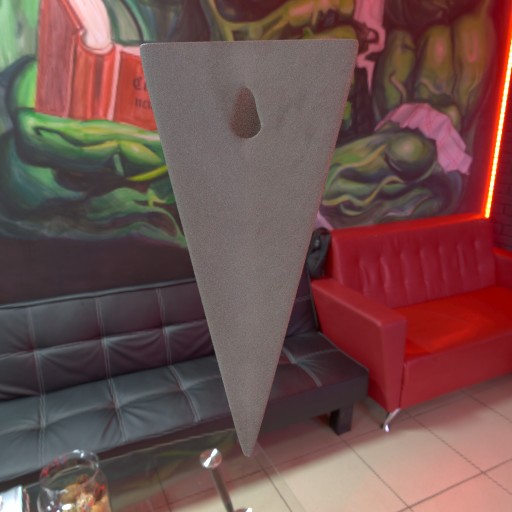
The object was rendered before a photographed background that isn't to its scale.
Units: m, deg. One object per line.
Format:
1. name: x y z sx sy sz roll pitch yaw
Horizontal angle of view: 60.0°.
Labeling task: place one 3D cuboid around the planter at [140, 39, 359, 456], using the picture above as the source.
1. planter: 0.000 0.000 0.155 0.058 0.130 0.047 2 17 7
